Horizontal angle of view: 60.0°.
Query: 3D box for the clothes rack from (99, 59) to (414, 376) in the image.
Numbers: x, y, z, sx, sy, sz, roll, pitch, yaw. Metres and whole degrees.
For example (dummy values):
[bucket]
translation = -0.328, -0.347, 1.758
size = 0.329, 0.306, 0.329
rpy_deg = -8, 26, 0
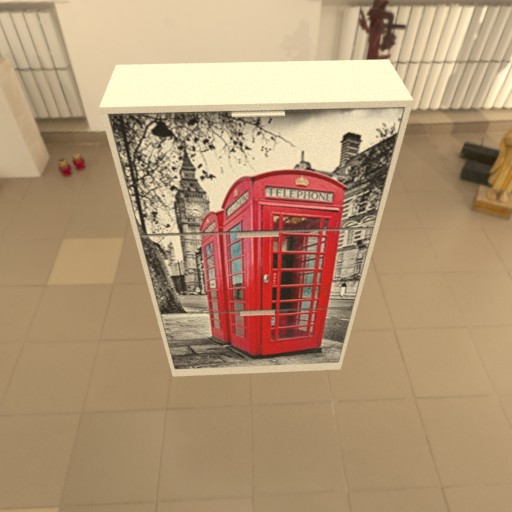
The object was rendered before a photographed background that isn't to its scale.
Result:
[clothes rack]
translation = 0.000, 0.000, 1.594
size = 0.750, 1.280, 0.250
rpy_deg = -2, 46, -2
